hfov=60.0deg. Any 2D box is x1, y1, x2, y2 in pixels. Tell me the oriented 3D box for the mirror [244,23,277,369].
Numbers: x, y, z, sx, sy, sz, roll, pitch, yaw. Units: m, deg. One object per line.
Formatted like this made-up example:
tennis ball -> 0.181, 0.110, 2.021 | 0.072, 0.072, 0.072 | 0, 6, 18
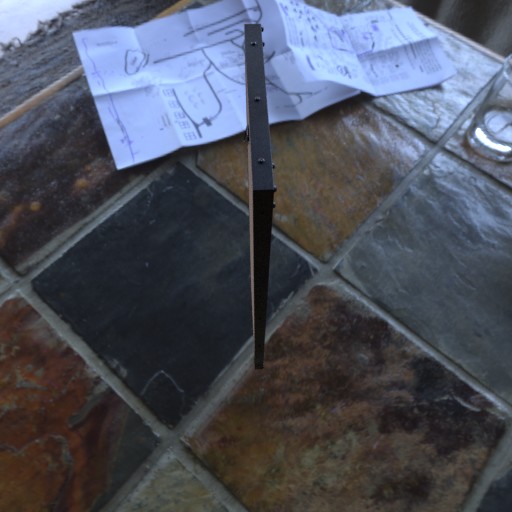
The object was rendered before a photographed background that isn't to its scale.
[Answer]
mirror -> 0.000, 0.000, 1.161 | 0.042, 1.080, 0.354 | -2, 63, -1
